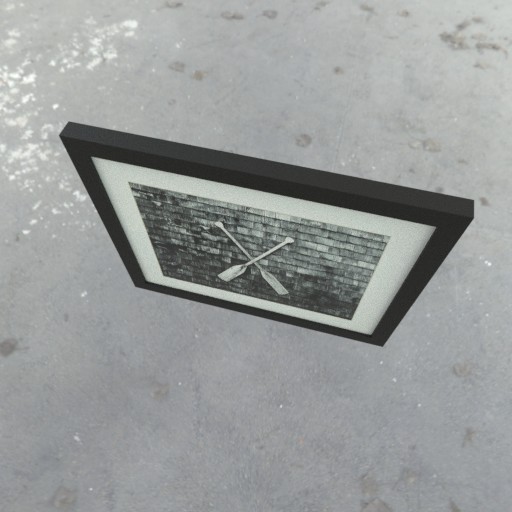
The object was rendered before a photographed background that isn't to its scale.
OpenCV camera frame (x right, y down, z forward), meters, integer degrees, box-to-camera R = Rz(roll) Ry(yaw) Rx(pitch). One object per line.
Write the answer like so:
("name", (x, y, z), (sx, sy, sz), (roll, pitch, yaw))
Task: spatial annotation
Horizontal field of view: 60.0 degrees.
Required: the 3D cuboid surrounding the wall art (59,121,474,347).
("wall art", (0.000, 0.000, 0.780), (0.558, 0.457, 0.029), (13, 60, 8))
